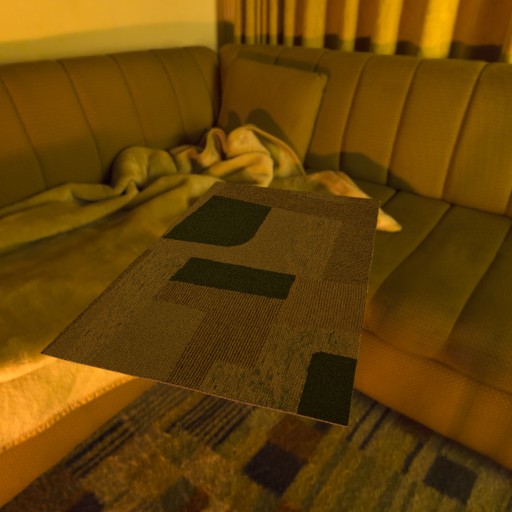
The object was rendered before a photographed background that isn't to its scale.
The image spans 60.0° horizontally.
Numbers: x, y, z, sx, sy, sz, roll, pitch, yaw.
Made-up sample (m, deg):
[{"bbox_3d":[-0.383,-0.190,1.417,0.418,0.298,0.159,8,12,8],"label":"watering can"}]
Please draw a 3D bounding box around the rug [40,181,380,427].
[{"bbox_3d":[0.000,0.000,3.015,1.521,0.015,2.436,9,32,14],"label":"rug"}]
